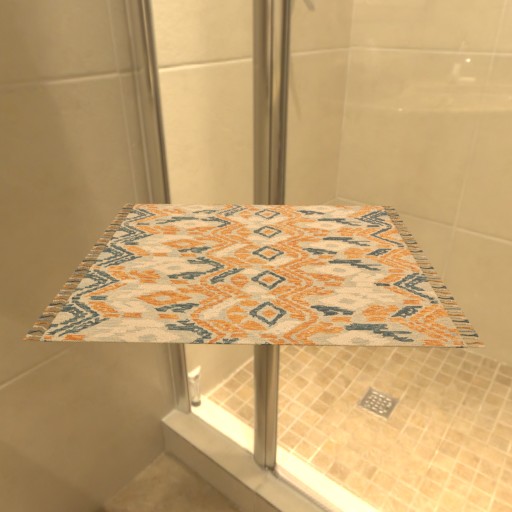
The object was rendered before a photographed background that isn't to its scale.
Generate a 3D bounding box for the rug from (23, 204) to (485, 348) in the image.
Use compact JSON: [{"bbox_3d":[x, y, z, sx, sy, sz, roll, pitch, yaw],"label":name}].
[{"bbox_3d":[0.000,0.000,3.974,3.048,0.010,2.439,1,28,1],"label":"rug"}]
